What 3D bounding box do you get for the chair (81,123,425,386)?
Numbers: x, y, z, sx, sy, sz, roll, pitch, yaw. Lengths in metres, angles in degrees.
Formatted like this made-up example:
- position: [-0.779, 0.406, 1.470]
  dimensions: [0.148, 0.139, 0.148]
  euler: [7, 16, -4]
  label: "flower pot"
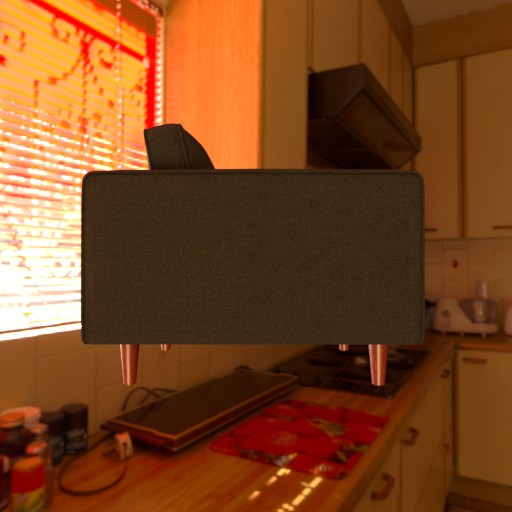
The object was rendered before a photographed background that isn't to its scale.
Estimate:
- position: [0.000, 0.000, 1.580]
  dimensions: [0.919, 0.770, 0.899]
  euler: [0, -1, 0]
  label: "chair"
